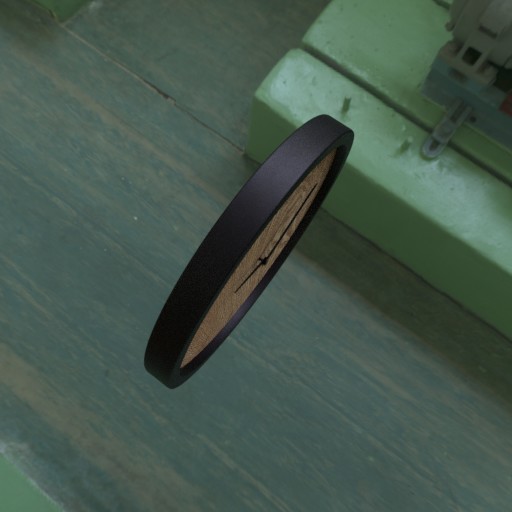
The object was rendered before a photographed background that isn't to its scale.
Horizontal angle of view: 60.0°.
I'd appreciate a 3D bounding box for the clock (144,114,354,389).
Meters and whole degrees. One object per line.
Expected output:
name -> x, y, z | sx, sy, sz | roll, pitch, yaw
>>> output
clock -> 0.000, 0.000, 0.467 | 0.029, 0.314, 0.314 | 35, 78, 8
